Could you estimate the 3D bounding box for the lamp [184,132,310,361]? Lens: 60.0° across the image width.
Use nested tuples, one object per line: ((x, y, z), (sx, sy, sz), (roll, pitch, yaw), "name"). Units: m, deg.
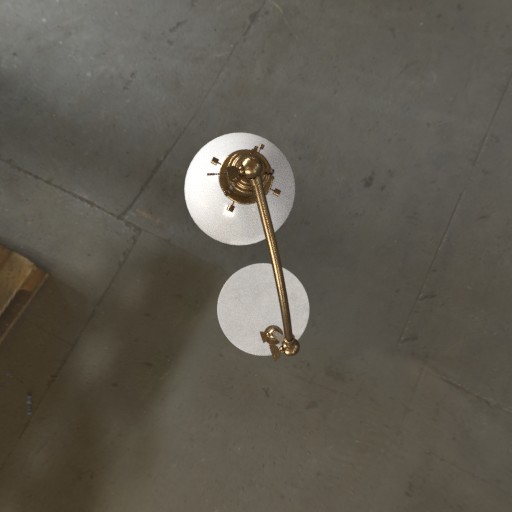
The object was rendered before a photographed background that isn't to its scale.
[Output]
((0.000, 0.000, 0.675), (0.186, 0.522, 0.317), (-18, 76, -5), "lamp")
